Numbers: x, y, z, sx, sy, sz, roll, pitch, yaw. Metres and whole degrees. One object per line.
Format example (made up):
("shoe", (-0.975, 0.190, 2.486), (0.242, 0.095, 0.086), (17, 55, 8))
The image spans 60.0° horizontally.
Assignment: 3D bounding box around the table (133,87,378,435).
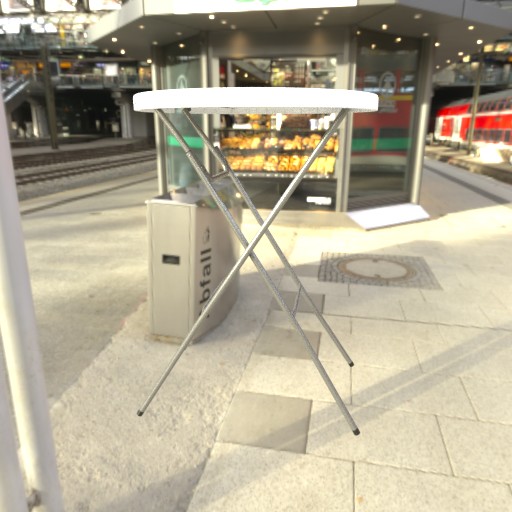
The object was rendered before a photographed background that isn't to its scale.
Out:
("table", (0.000, 0.000, 1.634), (0.795, 1.105, 0.792), (3, 17, 9))
